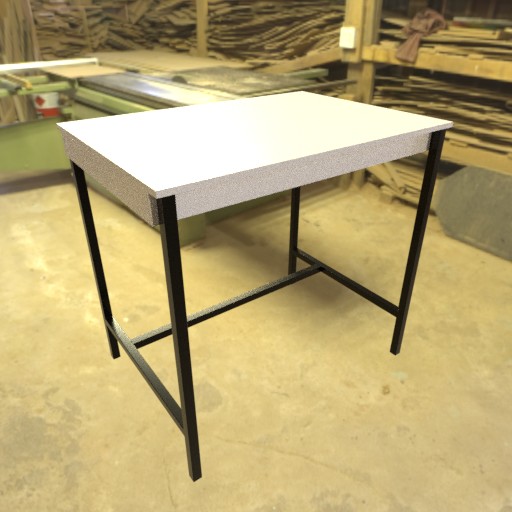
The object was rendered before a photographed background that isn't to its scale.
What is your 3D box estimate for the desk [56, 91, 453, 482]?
[{"bbox_3d":[0.000,0.000,1.296,0.811,0.766,0.573,-20,35,-31],"label":"desk"}]
